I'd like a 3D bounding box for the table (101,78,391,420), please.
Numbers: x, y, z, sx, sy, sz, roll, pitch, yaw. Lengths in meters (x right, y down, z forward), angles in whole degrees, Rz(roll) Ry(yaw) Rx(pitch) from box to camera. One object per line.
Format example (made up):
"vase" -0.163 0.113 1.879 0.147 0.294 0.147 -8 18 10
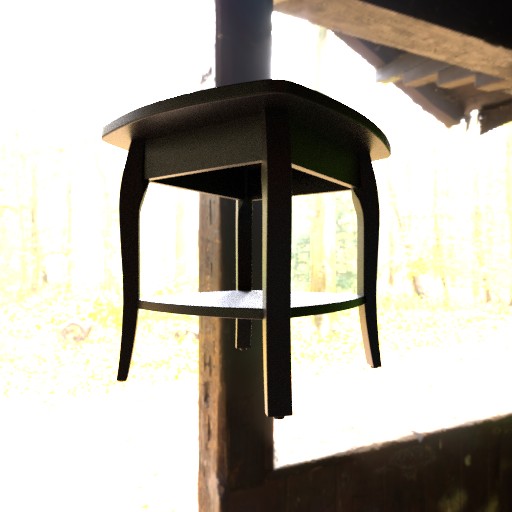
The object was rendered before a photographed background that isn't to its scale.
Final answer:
"table" 0.000 0.000 0.863 0.457 0.457 0.508 -1 -1 35
